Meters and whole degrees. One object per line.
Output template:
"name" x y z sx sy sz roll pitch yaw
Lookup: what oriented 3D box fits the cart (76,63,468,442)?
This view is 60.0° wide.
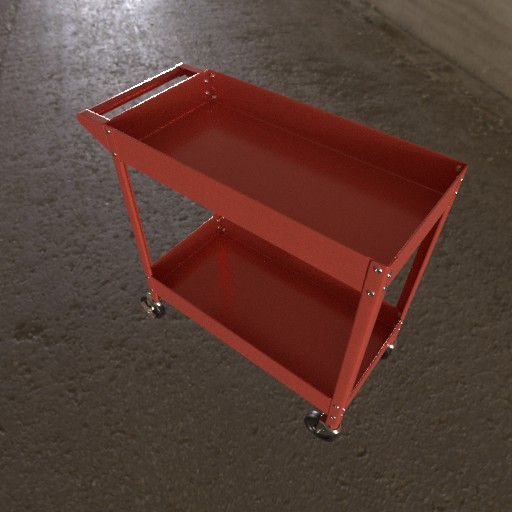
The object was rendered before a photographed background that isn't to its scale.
"cart" 0.000 0.000 1.168 0.779 0.719 0.366 30 54 25
